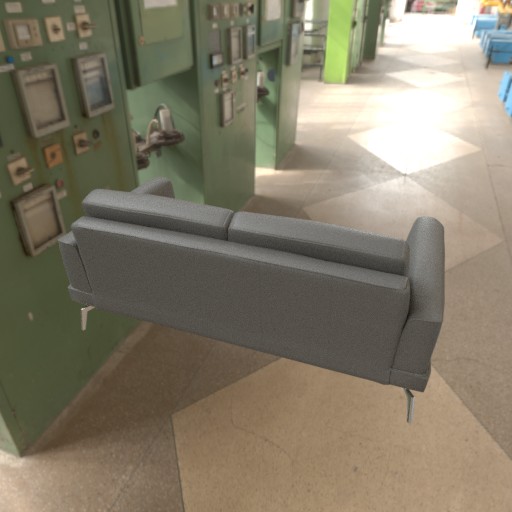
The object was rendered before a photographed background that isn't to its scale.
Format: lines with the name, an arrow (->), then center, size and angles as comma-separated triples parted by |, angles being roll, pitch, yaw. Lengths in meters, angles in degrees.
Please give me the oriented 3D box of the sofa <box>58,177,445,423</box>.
sofa -> 0.000, 0.000, 2.761 | 2.177, 0.930, 1.121 | 11, 33, 17
